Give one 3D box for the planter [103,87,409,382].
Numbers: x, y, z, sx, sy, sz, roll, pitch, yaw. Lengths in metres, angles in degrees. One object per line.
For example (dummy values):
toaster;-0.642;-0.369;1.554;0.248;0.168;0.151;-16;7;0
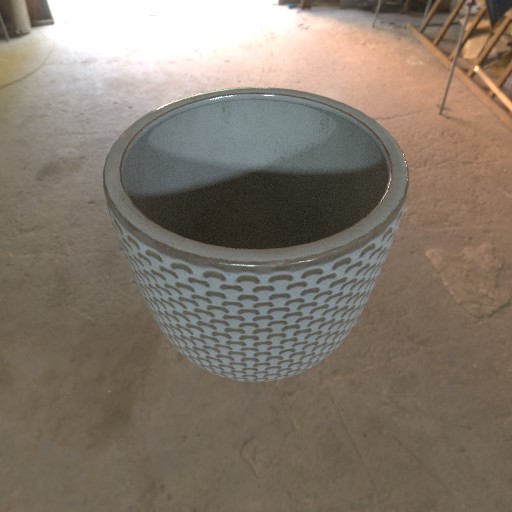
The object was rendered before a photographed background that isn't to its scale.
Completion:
planter;0.000;0.000;0.355;0.197;0.191;0.197;0;46;0
